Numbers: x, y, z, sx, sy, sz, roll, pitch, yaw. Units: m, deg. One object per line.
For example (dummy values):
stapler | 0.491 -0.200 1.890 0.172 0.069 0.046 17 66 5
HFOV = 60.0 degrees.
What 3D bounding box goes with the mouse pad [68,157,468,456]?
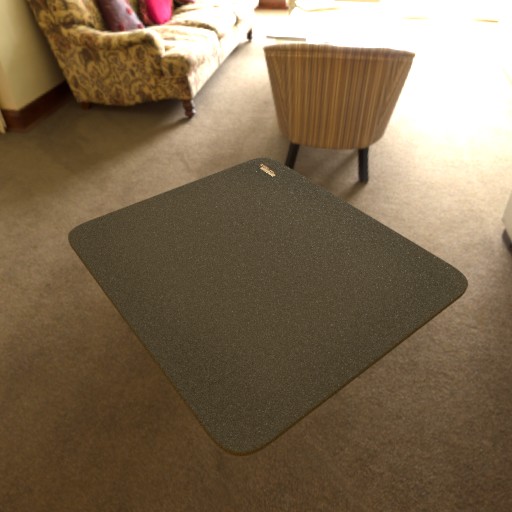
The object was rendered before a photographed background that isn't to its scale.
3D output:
mouse pad | 0.000 0.000 0.321 0.203 0.003 0.229 -27 47 -28
